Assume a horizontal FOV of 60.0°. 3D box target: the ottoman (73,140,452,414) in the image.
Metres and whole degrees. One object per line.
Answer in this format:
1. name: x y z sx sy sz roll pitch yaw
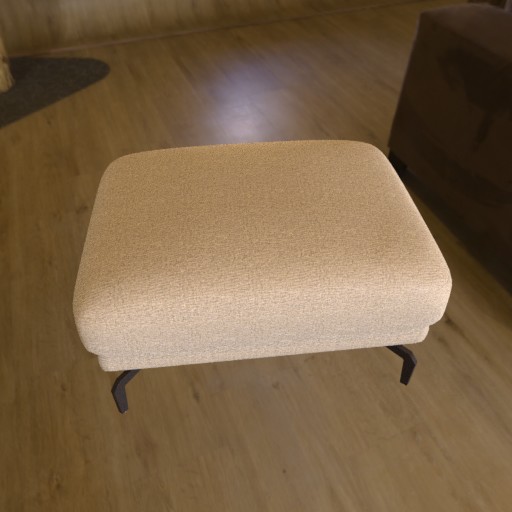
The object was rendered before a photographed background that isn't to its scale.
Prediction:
1. ottoman: 0.000 0.000 1.115 0.772 0.420 0.568 -4 46 -4
